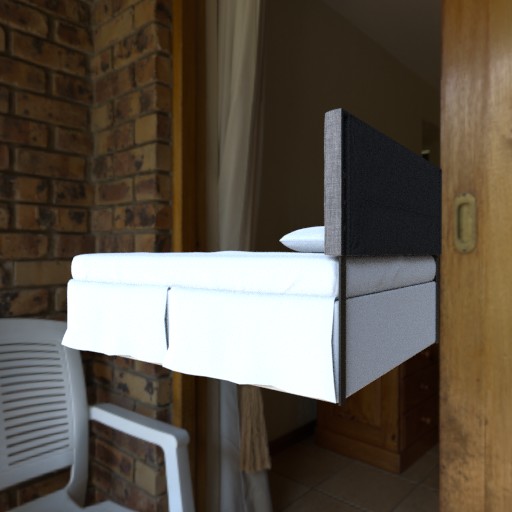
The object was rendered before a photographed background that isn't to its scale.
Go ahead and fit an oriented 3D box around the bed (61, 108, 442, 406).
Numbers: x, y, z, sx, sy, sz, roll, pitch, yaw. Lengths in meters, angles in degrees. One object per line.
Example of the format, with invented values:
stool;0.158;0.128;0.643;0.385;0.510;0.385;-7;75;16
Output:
bed;0.000;0.000;2.932;1.958;1.168;1.621;0;1;36
